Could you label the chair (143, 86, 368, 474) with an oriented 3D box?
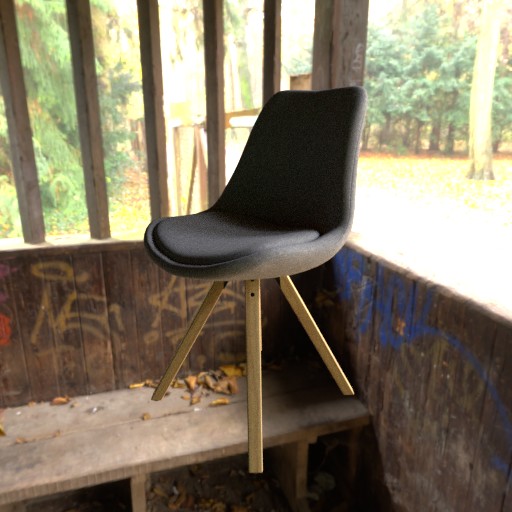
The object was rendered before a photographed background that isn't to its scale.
[{"bbox_3d":[0.000,0.000,1.185,0.483,0.865,0.550,16,23,41],"label":"chair"}]
